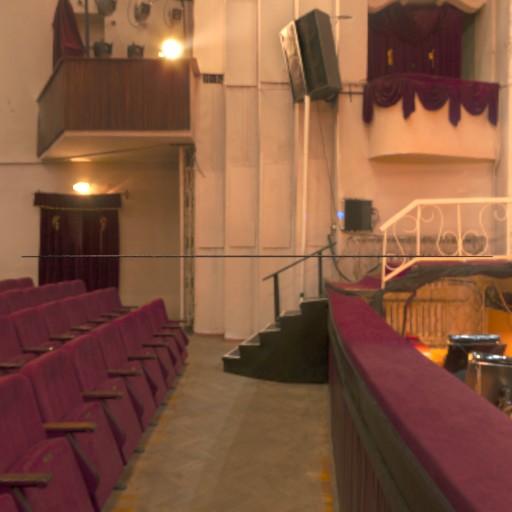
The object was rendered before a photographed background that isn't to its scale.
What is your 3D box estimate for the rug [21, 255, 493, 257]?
[{"bbox_3d":[0.000,0.000,2.305,1.819,0.005,1.200,0,0,-1],"label":"rug"}]
